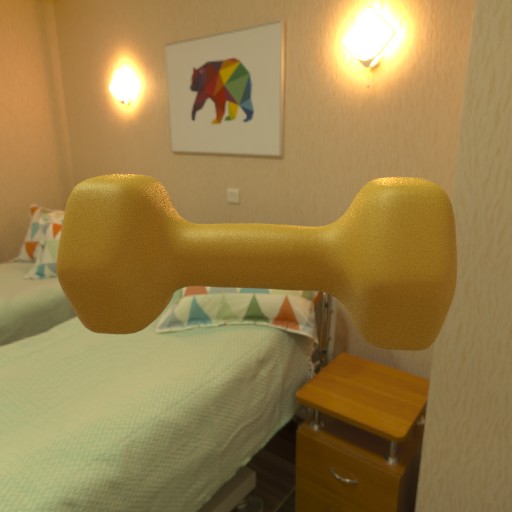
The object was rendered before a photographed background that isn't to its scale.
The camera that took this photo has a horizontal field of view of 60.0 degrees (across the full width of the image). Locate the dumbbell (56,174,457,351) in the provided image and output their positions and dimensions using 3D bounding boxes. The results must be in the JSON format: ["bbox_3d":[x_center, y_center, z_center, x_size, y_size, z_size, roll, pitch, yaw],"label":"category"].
[{"bbox_3d":[0.000,0.000,0.233,0.190,0.082,0.090,2,16,7],"label":"dumbbell"}]
